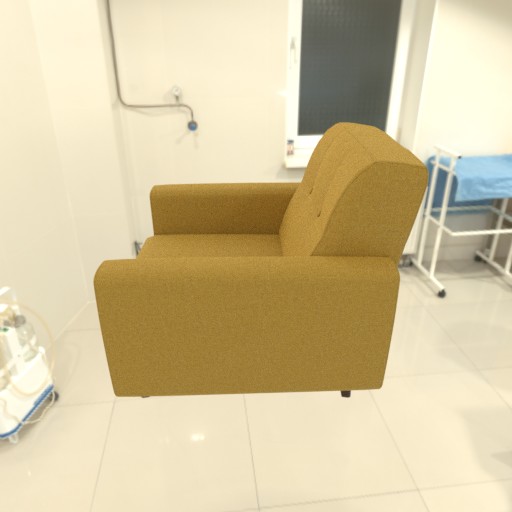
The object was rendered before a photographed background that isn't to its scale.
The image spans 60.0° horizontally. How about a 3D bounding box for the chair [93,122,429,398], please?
[{"bbox_3d":[0.000,0.000,1.576,0.909,0.841,0.831,0,26,0],"label":"chair"}]
